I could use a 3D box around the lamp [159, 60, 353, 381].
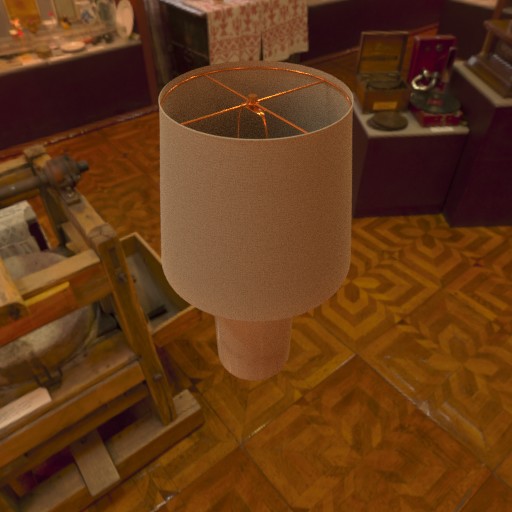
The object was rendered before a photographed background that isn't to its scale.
[{"bbox_3d":[0.000,0.000,0.457,0.189,0.340,0.189,0,42,0],"label":"lamp"}]
